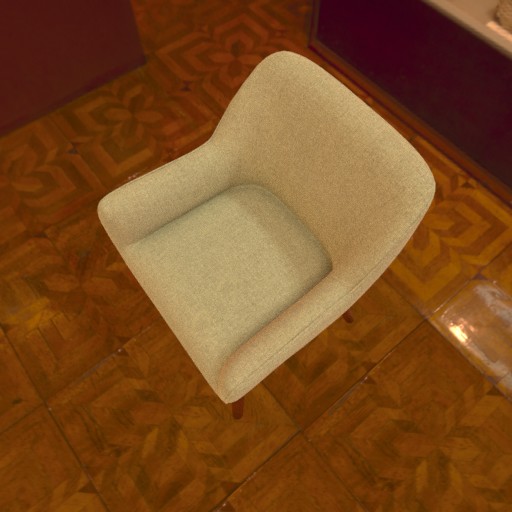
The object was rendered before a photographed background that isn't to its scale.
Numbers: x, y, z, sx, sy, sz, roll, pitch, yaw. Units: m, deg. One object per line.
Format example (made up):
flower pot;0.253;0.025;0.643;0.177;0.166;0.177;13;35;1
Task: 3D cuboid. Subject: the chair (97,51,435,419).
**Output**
chair;0.000;0.000;1.254;0.610;0.813;0.610;-34;68;-16
